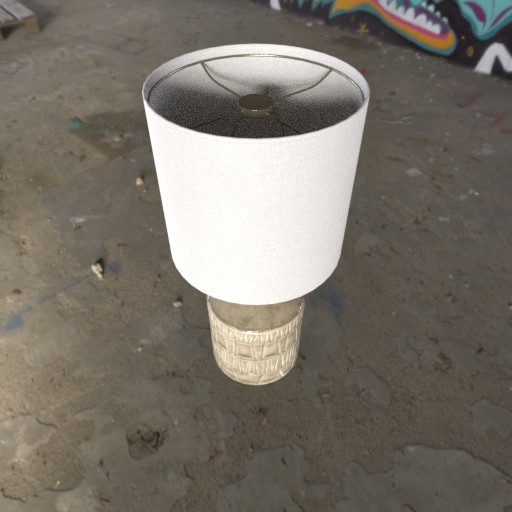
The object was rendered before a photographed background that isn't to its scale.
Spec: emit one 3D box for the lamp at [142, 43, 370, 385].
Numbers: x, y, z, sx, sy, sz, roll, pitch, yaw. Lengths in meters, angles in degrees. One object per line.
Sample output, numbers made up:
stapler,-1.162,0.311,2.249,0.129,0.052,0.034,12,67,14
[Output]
lamp,0.000,0.000,0.576,0.211,0.455,0.211,-16,46,-16
